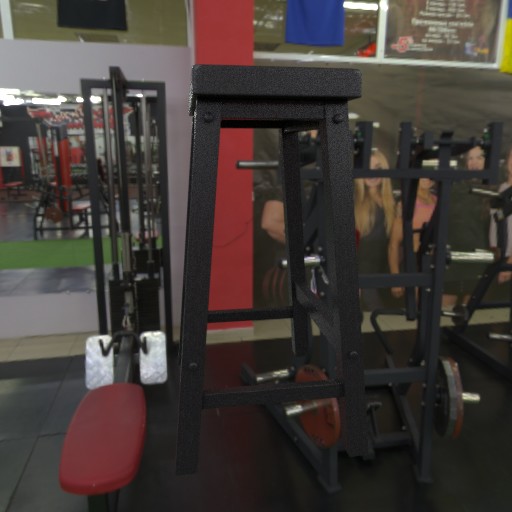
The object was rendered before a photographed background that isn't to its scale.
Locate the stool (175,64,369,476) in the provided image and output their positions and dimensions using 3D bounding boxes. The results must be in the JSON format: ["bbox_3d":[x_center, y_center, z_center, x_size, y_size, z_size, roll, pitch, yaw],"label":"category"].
[{"bbox_3d":[0.000,0.000,0.848,0.322,0.610,0.406,-2,14,-9],"label":"stool"}]
